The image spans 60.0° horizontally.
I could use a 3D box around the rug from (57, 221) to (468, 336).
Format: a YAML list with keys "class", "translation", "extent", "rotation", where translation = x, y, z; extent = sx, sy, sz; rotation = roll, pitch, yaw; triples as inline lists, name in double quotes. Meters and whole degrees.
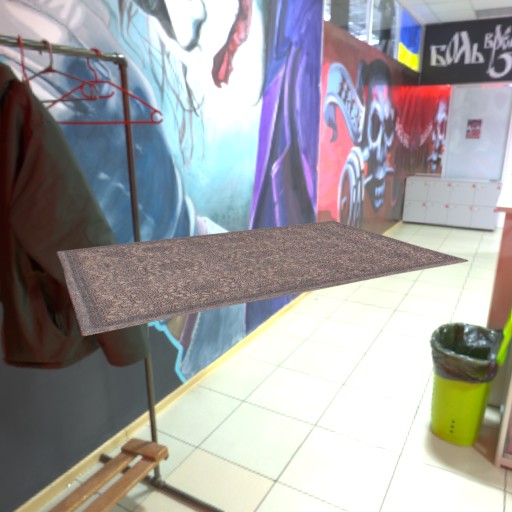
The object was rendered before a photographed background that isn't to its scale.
- class: "rug"
  translation: [0.000, 0.000, 3.135]
  extent: [2.498, 0.022, 1.535]
  rotation: [-8, 18, -26]
